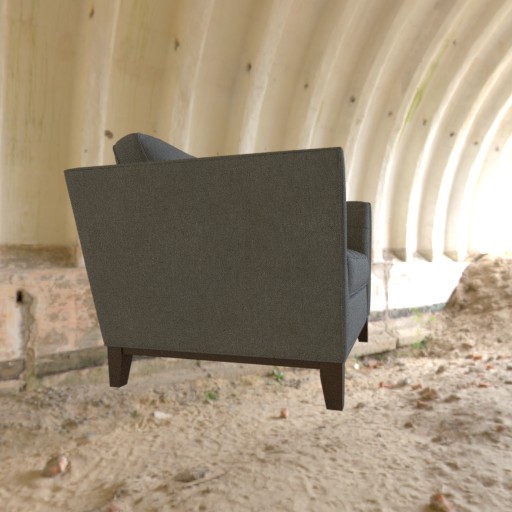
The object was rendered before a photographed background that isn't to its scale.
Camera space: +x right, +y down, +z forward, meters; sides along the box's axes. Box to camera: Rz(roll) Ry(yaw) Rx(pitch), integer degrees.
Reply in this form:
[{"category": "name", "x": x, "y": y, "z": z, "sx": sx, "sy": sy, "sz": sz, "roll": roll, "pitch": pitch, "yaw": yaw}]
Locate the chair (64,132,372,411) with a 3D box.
[{"category": "chair", "x": 0.000, "y": 0.000, "z": 2.049, "sx": 0.965, "sy": 0.942, "sz": 1.396, "roll": 0, "pitch": 0, "yaw": 18}]
